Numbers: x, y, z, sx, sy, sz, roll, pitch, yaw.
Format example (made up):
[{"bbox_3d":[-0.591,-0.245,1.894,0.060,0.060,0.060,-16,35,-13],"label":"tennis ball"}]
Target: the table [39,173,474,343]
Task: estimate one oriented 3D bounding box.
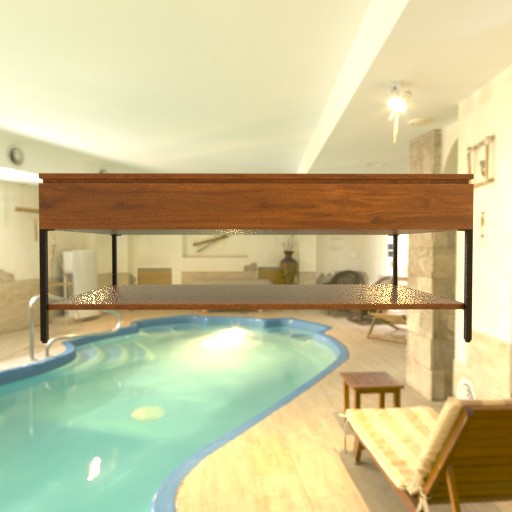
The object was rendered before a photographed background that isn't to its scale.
[{"bbox_3d":[0.000,0.000,1.367,1.057,0.414,0.574,0,1,-1],"label":"table"}]
